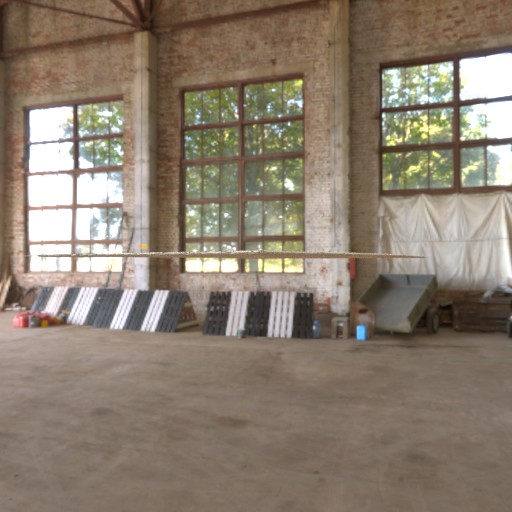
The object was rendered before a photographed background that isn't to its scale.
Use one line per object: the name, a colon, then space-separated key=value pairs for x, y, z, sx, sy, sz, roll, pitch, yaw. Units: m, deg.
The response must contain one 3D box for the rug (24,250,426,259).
rug: x=0.000 y=0.000 z=3.892 sx=2.125 sy=0.028 sz=3.027 roll=-1 pitch=-1 yaw=36
